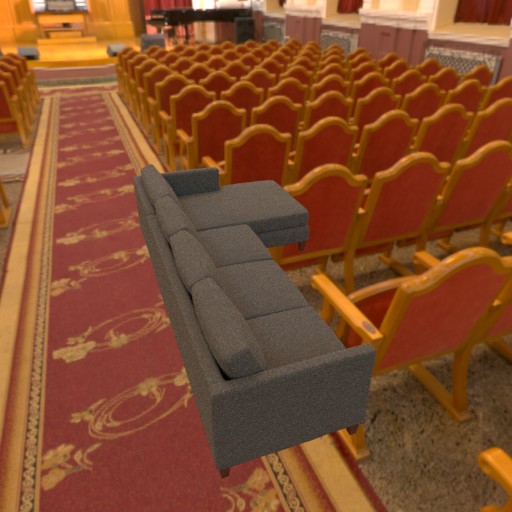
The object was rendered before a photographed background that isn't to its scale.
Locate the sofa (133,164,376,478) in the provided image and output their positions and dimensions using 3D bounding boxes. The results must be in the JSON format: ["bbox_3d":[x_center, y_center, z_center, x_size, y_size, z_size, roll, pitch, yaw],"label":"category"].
[{"bbox_3d":[0.000,0.000,3.756,1.625,0.846,3.186,-11,32,-17],"label":"sofa"}]
